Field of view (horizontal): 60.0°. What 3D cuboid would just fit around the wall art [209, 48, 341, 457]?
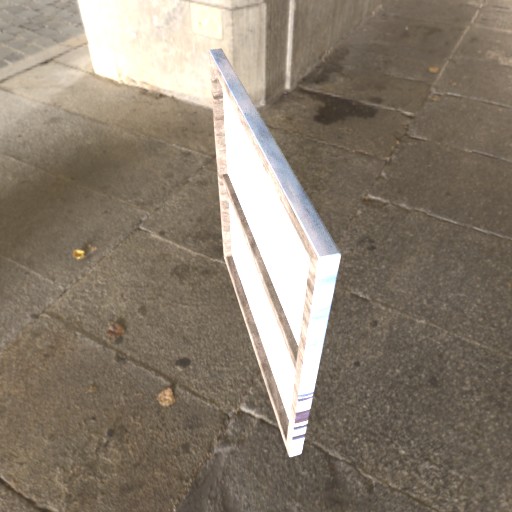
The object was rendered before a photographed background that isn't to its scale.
[{"bbox_3d":[0.000,0.000,1.126,0.035,0.747,0.747,-12,47,-11],"label":"wall art"}]
